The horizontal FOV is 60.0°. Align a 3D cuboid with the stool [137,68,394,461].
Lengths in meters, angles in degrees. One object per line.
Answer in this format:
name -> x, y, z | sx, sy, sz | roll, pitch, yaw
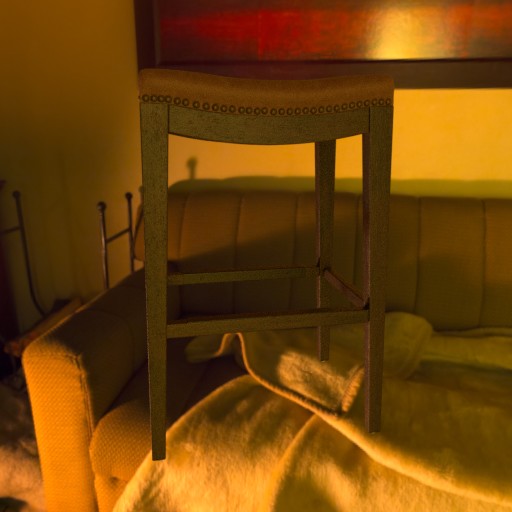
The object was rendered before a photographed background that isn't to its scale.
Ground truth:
stool -> 0.000, 0.000, 1.024 | 0.500, 0.759, 0.361 | -3, 15, -10
